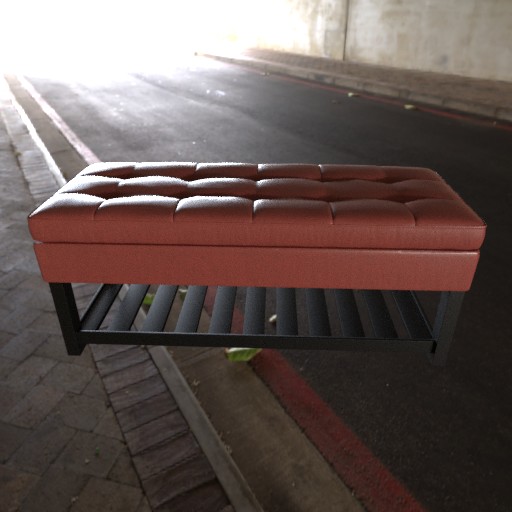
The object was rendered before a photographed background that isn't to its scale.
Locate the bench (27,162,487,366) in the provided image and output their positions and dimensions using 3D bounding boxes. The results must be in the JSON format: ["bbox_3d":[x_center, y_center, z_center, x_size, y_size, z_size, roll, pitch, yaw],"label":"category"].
[{"bbox_3d":[0.000,0.000,1.328,1.105,0.460,0.432,1,29,2],"label":"bench"}]
